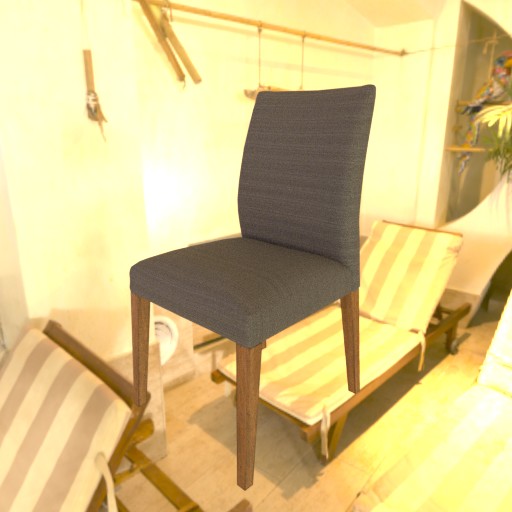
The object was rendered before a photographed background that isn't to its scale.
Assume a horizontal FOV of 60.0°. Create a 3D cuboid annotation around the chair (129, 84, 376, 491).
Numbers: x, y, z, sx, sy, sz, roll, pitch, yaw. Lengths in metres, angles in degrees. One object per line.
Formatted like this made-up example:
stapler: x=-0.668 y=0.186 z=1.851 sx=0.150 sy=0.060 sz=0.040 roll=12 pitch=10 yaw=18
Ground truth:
chair: x=0.000 y=0.000 z=1.288 sx=0.496 sy=0.940 sz=0.585 roll=16 pitch=23 yaw=42
